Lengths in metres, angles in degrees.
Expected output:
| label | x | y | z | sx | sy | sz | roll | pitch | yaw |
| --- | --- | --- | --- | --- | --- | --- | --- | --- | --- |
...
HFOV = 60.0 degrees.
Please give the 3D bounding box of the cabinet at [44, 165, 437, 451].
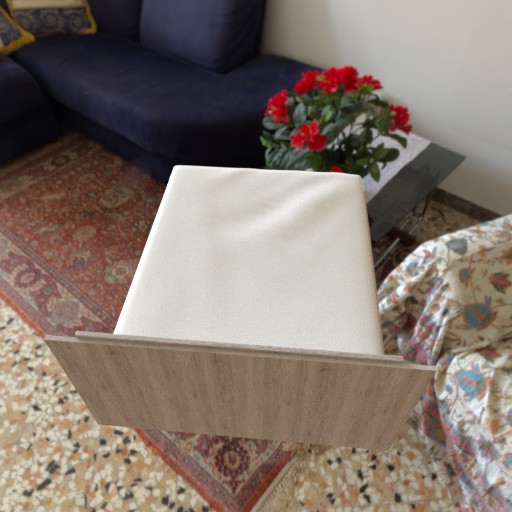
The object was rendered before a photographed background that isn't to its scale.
| label | x | y | z | sx | sy | sz | roll | pitch | yaw |
| --- | --- | --- | --- | --- | --- | --- | --- | --- | --- |
| cabinet | 0.000 | 0.000 | 3.010 | 1.750 | 0.970 | 2.080 | 4 | 47 | 3 |
